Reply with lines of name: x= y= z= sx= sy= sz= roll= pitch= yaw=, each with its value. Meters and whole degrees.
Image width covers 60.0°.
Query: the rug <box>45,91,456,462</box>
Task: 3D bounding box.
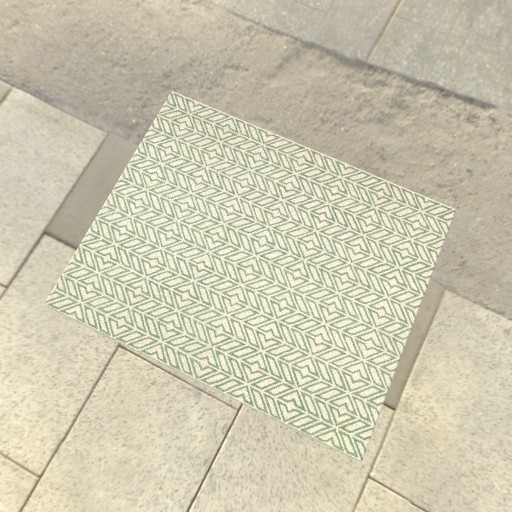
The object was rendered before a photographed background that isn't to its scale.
rug: x=0.000 y=0.000 z=4.086 sx=3.050 sy=0.017 sz=2.441 roll=24 pitch=76 yaw=6
